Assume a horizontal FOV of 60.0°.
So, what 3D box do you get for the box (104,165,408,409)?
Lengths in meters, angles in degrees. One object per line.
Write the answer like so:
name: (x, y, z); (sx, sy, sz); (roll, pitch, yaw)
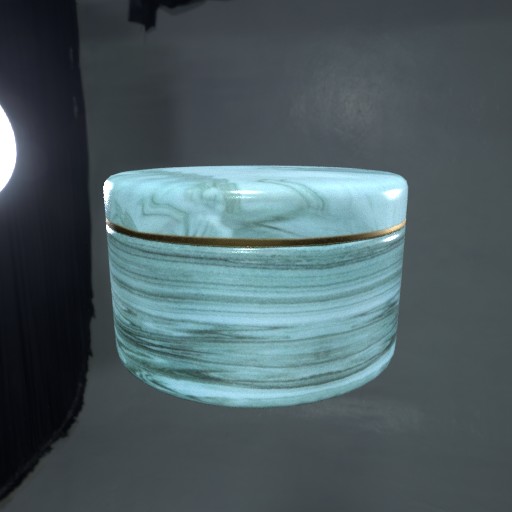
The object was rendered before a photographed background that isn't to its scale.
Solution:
box: (0.000, 0.000, 0.161); (0.101, 0.063, 0.101); (0, 14, 0)
